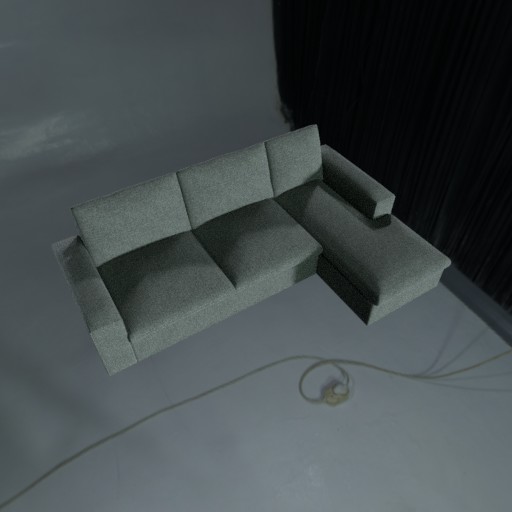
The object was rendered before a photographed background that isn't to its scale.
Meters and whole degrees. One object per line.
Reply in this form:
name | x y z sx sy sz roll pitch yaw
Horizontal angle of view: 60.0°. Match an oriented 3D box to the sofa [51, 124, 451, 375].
sofa | 0.000 0.000 3.541 2.718 0.940 1.689 -24 51 -22
